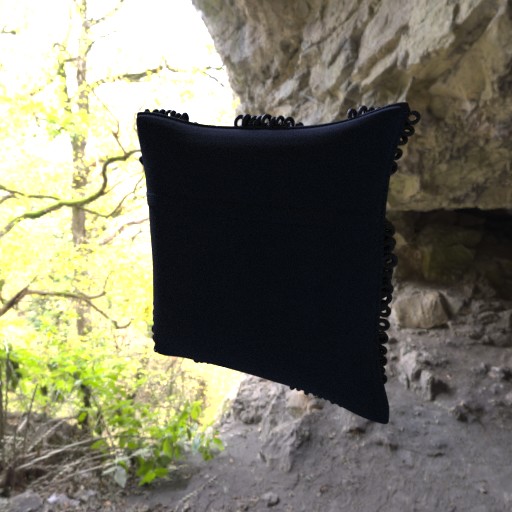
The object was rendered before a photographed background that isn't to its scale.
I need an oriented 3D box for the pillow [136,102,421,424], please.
[{"bbox_3d":[0.000,0.000,0.724,0.469,0.466,0.172,9,19,27],"label":"pillow"}]
